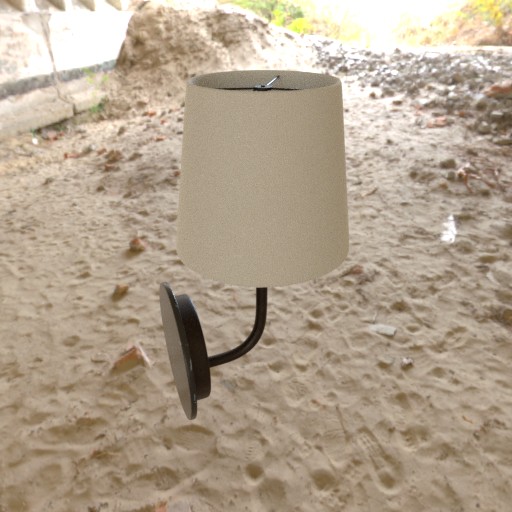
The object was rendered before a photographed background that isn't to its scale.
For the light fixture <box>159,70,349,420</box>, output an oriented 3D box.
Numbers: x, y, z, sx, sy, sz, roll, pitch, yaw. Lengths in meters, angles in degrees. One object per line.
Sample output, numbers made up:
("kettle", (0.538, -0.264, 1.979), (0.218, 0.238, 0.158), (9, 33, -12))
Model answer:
("light fixture", (0.000, 0.000, 0.452), (0.188, 0.337, 0.168), (-11, 31, -19))
